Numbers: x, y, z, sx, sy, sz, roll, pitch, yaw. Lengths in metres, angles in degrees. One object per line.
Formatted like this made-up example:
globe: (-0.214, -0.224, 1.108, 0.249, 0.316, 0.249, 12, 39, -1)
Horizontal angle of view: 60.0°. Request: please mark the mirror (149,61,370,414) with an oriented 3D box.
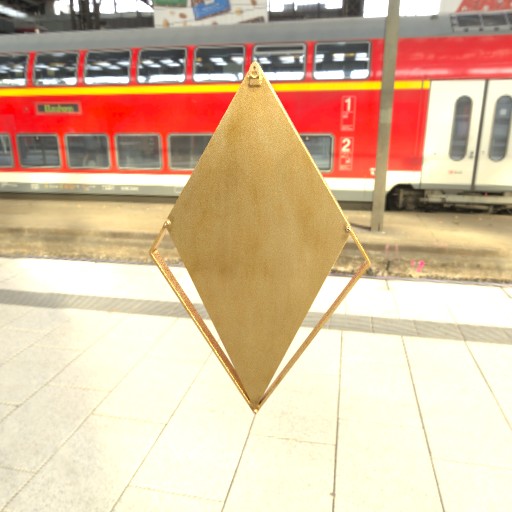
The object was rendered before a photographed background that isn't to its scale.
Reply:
mirror: (0.000, 0.000, 0.838, 0.419, 0.679, 0.032, 3, 16, 9)
